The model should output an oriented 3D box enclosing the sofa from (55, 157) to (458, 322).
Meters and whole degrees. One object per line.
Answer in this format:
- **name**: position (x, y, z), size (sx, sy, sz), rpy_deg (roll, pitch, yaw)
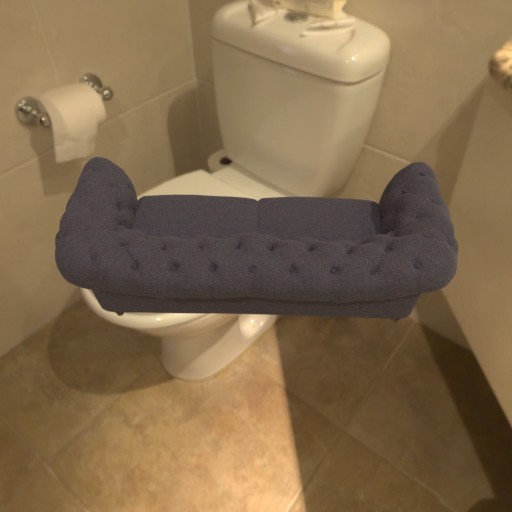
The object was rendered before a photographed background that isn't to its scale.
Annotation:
- **sofa**: position (0.000, 0.000, 2.845), size (2.335, 0.836, 1.046), rpy_deg (1, 47, 1)
